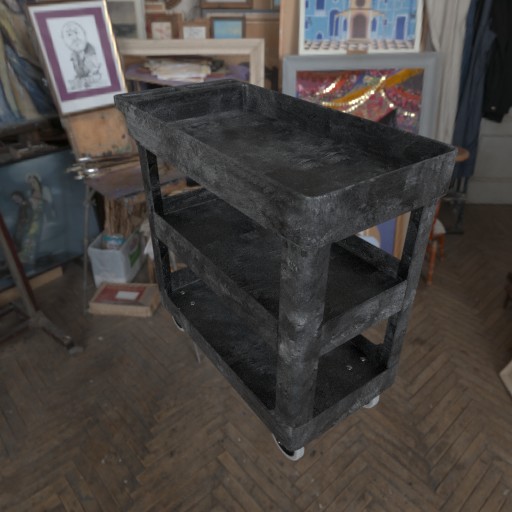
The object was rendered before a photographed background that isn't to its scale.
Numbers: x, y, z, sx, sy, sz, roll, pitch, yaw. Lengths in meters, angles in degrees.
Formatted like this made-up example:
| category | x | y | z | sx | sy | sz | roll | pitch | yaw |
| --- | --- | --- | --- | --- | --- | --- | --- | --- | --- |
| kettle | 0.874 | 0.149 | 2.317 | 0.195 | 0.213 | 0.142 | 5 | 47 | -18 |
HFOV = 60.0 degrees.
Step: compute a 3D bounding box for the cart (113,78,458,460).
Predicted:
| category | x | y | z | sx | sy | sz | roll | pitch | yaw |
| --- | --- | --- | --- | --- | --- | --- | --- | --- | --- |
| cart | 0.000 | 0.000 | 1.324 | 0.420 | 0.824 | 0.877 | -21 | 38 | -29 |
